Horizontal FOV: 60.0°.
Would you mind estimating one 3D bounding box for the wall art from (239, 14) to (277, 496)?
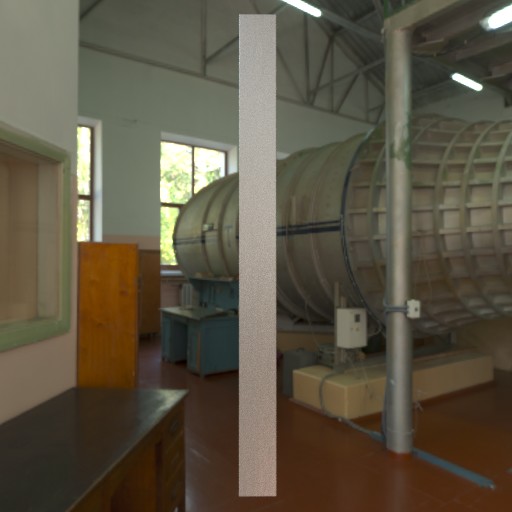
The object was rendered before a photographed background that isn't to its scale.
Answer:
[{"bbox_3d":[0.000,0.000,0.502,0.030,0.379,0.308,0,-1,-1],"label":"wall art"}]
